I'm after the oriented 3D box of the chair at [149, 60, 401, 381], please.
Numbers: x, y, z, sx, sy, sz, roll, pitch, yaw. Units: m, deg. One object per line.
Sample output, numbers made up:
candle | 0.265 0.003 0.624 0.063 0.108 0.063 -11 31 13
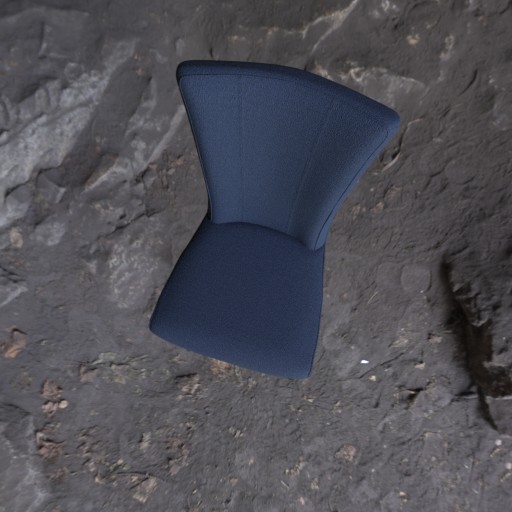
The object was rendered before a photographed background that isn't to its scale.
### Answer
chair | 0.000 0.000 1.376 0.520 0.991 0.660 16 74 5
